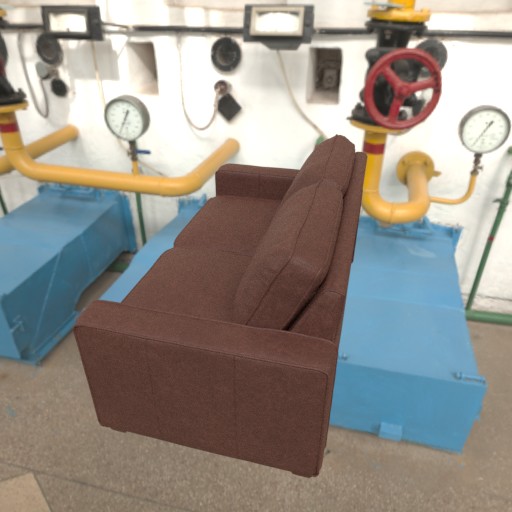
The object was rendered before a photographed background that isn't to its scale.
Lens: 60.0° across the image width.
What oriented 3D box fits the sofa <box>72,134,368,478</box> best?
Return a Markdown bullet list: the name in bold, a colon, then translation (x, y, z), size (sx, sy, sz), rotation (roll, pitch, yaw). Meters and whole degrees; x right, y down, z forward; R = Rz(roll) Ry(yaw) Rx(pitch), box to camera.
- **sofa**: translation (0.000, 0.000, 2.227), size (0.947, 0.918, 1.709), rotation (8, 32, 13)
